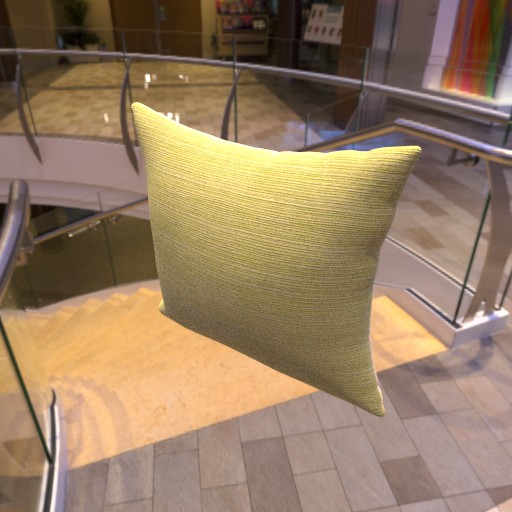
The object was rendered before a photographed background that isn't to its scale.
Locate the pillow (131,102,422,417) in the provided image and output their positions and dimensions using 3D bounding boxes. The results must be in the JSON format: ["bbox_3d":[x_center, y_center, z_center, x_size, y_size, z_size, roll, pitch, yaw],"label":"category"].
[{"bbox_3d":[0.000,0.000,0.809,0.560,0.487,0.229,19,35,29],"label":"pillow"}]
